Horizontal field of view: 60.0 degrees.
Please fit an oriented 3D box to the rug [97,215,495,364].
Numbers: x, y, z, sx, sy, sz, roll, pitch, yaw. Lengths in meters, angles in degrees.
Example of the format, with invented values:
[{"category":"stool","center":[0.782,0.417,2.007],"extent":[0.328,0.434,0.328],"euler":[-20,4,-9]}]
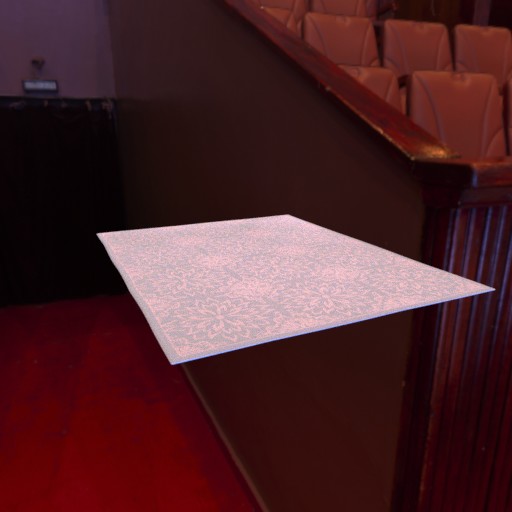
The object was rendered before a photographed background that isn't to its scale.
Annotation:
[{"category":"rug","center":[0.000,0.000,3.959],"extent":[2.363,0.012,2.980],"euler":[-8,18,-25]}]
